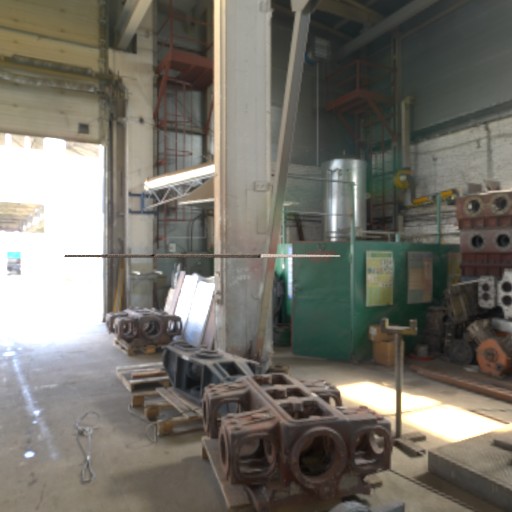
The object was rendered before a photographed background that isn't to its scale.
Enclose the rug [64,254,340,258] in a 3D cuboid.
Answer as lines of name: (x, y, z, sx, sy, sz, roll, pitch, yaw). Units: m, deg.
rug: (0.000, 0.000, 2.702, 0.762, 0.012, 2.438, 0, 0, 17)
